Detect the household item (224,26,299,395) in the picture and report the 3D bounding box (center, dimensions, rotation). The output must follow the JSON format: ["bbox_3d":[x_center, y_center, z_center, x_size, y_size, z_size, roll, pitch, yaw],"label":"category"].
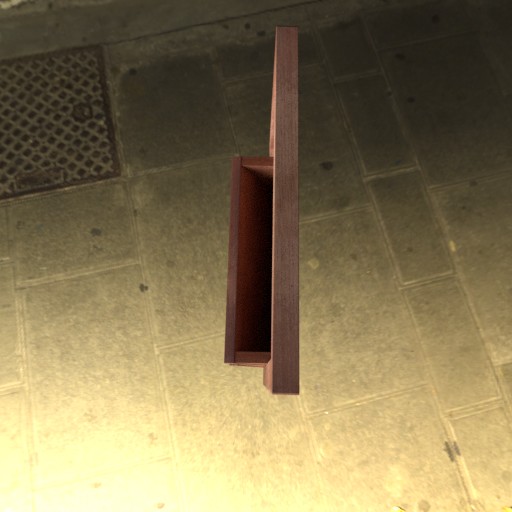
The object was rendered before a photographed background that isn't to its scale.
[{"bbox_3d":[0.000,0.000,0.544,0.067,0.407,0.310,1,75,0],"label":"household item"}]
